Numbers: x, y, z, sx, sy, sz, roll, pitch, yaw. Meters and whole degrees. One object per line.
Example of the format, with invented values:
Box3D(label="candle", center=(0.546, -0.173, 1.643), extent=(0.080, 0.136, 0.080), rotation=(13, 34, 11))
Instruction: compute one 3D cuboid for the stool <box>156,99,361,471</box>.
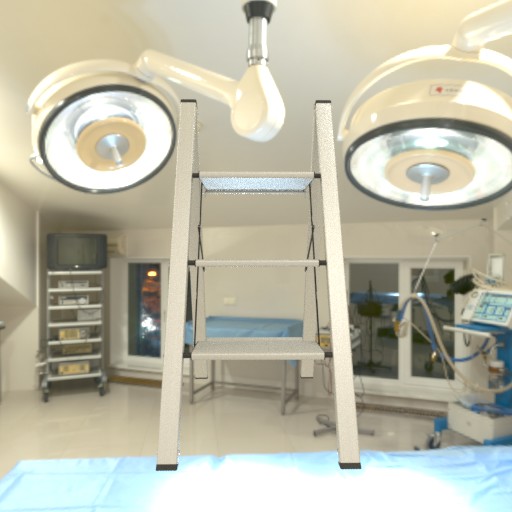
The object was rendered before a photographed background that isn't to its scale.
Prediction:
Box3D(label="stool", center=(0.000, 0.000, 1.298), extent=(0.441, 0.902, 0.730), rotation=(0, 0, -1))
